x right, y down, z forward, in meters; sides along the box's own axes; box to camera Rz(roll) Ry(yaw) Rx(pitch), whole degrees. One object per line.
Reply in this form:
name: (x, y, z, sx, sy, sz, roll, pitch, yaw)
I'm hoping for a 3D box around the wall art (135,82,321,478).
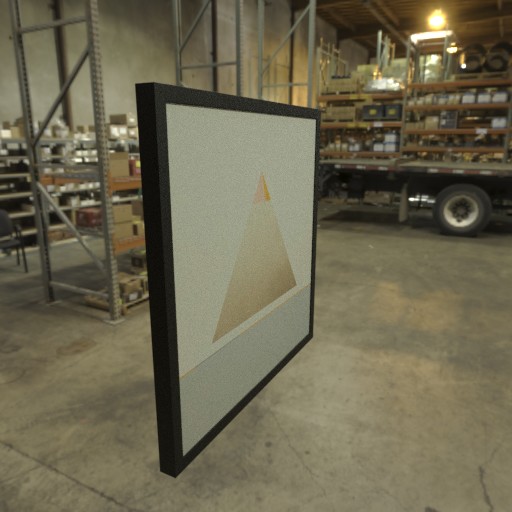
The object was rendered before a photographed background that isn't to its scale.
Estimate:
wall art: (0.000, 0.000, 1.153, 0.042, 0.766, 0.769, 8, 17, 28)
